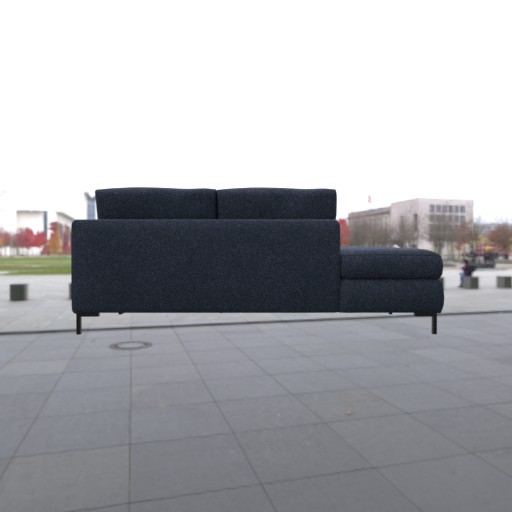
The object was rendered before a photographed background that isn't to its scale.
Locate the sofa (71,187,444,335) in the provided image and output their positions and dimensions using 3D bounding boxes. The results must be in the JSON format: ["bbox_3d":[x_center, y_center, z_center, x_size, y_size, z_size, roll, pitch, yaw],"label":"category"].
[{"bbox_3d":[0.000,0.000,3.811,2.007,0.813,2.956,0,1,-1],"label":"sofa"}]
